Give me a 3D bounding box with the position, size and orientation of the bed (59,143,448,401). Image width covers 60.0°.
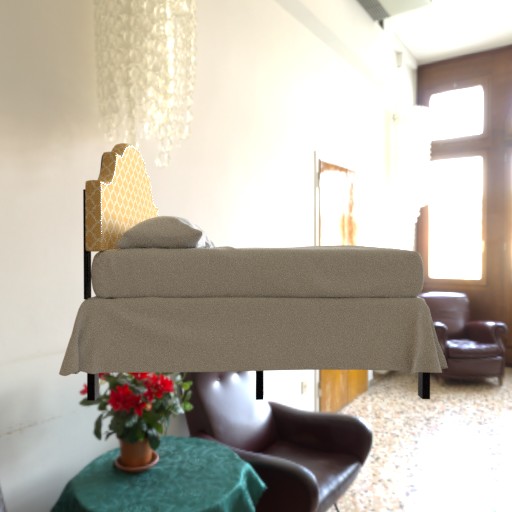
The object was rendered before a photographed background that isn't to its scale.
[{"bbox_3d":[0.000,0.000,3.331,2.222,1.633,1.780,0,1,-1],"label":"bed"}]
